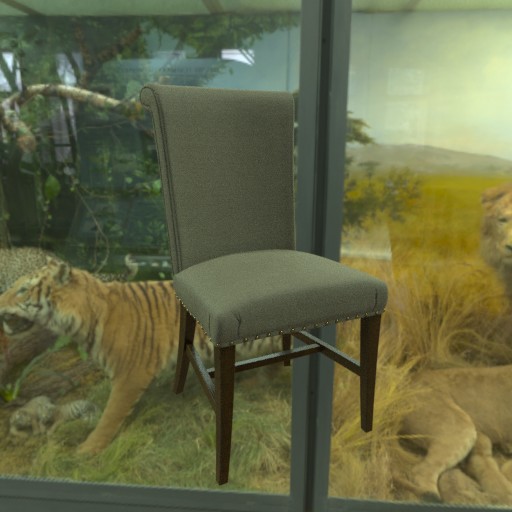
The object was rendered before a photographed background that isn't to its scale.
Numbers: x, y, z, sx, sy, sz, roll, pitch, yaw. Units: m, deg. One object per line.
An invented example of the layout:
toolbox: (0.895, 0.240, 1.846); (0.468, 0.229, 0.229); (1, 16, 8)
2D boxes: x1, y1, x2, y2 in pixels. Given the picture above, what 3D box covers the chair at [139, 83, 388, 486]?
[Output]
chair: (0.000, 0.000, 1.317); (0.513, 0.988, 0.608); (-7, 16, -26)
